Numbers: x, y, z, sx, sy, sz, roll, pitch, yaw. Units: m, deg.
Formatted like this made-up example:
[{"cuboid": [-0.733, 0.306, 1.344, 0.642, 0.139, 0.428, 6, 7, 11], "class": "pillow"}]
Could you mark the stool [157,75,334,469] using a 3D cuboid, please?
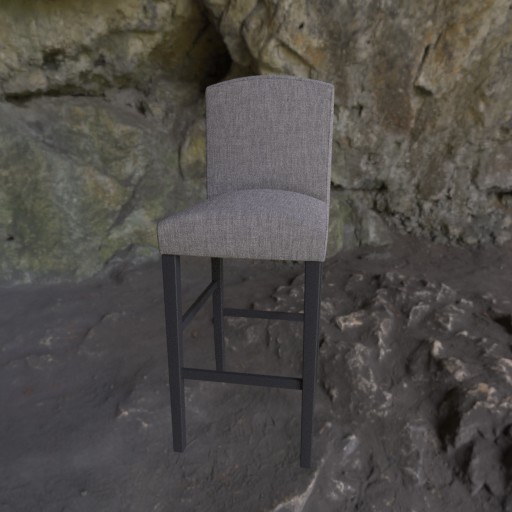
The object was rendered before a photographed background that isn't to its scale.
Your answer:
[{"cuboid": [0.000, 0.000, 1.417, 0.451, 1.138, 0.552, 3, 16, 10], "class": "stool"}]
